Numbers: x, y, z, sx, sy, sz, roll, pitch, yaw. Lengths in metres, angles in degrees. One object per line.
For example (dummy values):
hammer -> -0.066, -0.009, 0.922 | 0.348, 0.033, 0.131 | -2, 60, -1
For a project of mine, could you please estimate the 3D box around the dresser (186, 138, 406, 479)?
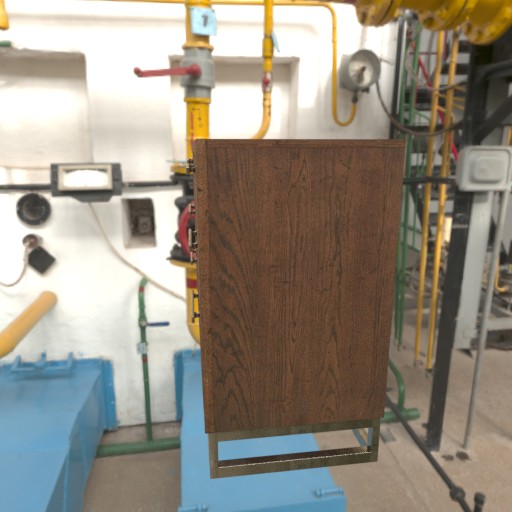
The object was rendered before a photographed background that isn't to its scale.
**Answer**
dresser -> 0.000, 0.000, 2.123 | 0.623, 1.061, 1.646 | -2, 14, -8
